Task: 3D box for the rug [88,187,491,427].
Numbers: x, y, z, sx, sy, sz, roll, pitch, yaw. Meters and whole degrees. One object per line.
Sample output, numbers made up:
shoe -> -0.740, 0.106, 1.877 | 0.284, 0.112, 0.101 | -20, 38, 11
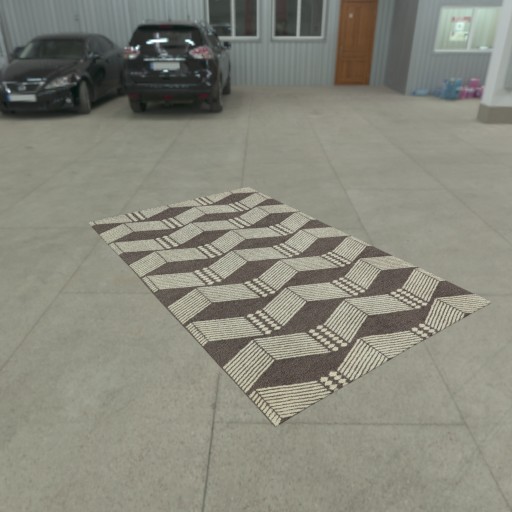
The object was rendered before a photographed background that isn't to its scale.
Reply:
rug -> 0.000, 0.000, 2.980 | 1.517, 0.011, 2.435 | -18, 32, -31
